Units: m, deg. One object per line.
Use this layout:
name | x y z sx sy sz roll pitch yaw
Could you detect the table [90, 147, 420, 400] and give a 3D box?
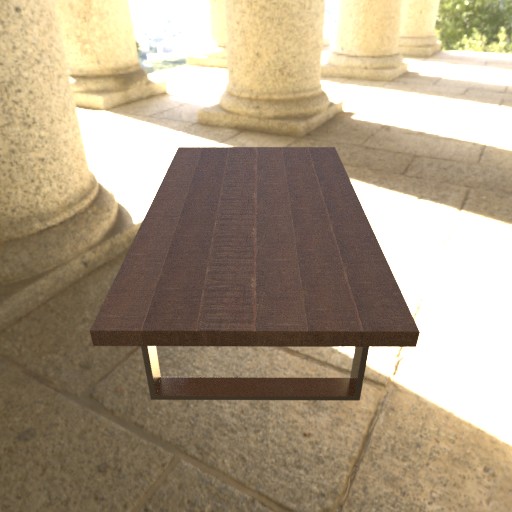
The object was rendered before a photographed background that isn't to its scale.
table | 0.000 0.000 1.781 0.800 0.440 1.400 0 32 0
